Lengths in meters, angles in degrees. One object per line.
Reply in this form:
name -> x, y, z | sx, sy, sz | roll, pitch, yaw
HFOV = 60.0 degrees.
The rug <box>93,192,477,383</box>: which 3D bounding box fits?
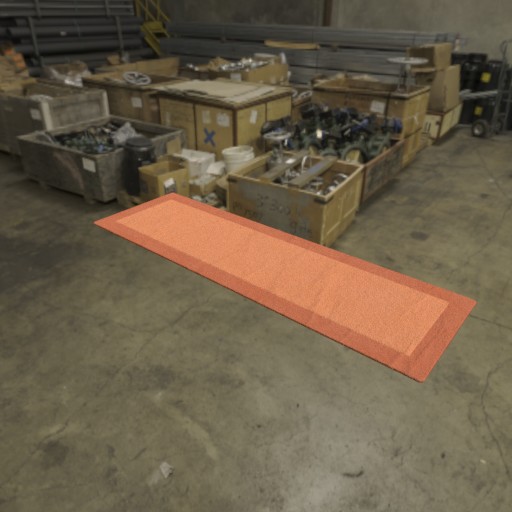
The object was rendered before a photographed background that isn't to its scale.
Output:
rug -> 0.000, 0.000, 2.771 | 2.471, 0.013, 0.914 | 20, 35, 31
